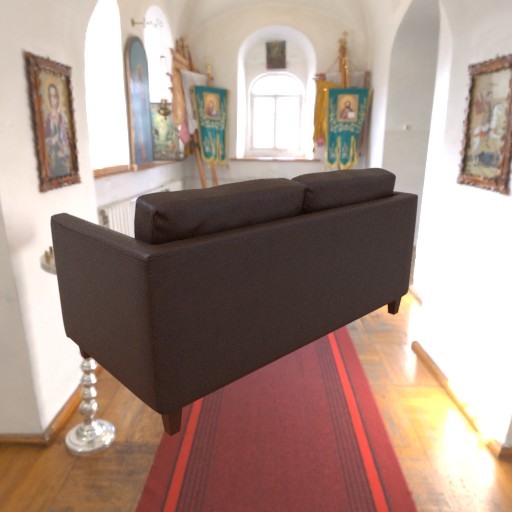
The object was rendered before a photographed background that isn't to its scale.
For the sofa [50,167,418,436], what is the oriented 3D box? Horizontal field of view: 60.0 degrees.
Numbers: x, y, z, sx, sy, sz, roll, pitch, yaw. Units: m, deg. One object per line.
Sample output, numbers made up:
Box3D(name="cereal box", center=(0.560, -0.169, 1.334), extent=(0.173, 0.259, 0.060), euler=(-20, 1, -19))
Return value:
Box3D(name="sofa", center=(0.000, 0.000, 2.478), extent=(1.883, 0.933, 0.951), euler=(-15, 22, -41))
